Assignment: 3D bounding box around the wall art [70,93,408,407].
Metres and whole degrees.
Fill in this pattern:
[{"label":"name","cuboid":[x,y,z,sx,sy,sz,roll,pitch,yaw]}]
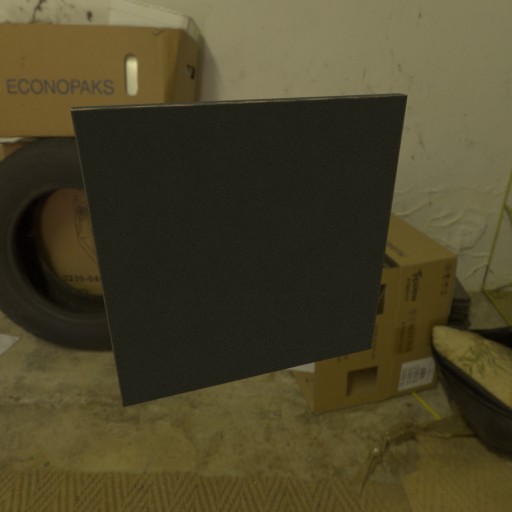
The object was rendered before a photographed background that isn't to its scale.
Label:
[{"label":"wall art","cuboid":[0.000,0.000,0.455,0.304,0.303,0.015,-9,27,-17]}]
